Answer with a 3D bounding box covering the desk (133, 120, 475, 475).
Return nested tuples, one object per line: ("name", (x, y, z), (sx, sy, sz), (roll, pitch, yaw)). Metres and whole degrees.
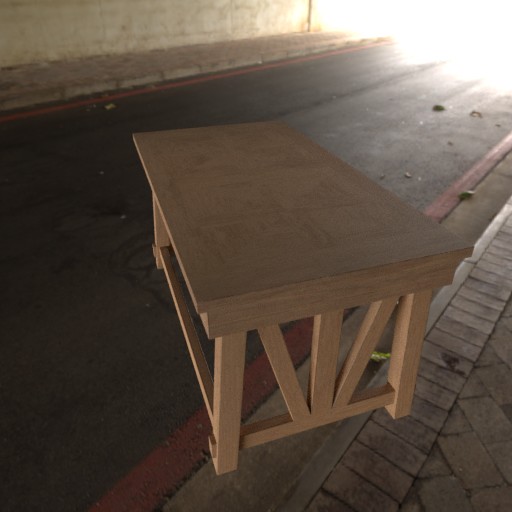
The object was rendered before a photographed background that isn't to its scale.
("desk", (0.000, 0.000, 1.963), (0.813, 0.762, 1.499), (-10, 33, -16))
